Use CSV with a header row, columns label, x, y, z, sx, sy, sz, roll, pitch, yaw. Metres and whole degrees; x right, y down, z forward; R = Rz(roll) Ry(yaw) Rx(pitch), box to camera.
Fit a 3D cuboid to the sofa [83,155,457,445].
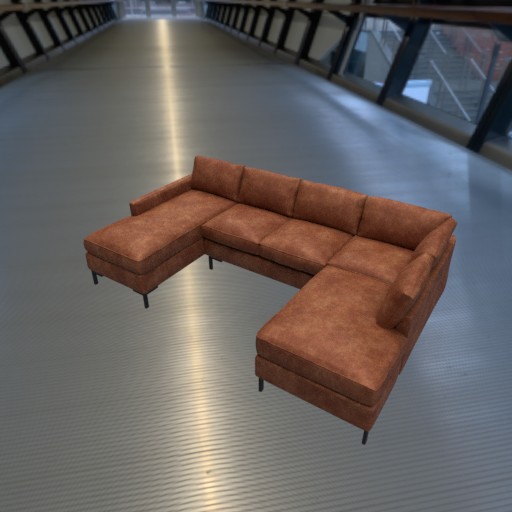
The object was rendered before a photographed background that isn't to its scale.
label,x,y,z,sx,sy,sz,roll,pitch,yaw
sofa,0.000,0.000,3.933,2.956,0.900,1.939,19,36,28
